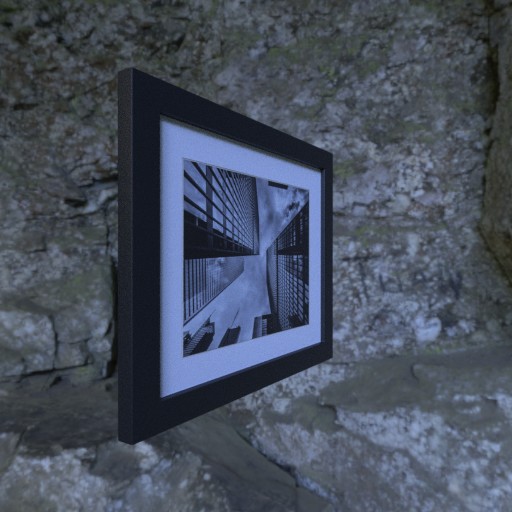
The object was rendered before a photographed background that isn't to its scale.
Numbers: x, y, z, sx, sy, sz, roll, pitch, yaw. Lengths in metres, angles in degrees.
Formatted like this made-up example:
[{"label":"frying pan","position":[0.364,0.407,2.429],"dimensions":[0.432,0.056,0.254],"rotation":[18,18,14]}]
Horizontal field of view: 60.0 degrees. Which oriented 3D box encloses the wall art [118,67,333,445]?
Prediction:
[{"label":"wall art","position":[0.000,0.000,0.767],"dimensions":[0.031,0.457,0.558],"rotation":[0,0,35]}]
